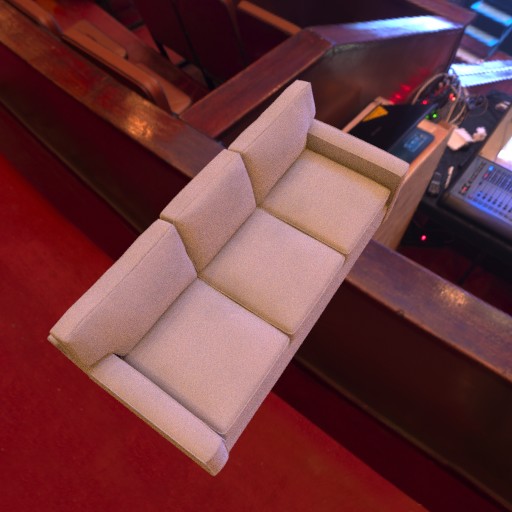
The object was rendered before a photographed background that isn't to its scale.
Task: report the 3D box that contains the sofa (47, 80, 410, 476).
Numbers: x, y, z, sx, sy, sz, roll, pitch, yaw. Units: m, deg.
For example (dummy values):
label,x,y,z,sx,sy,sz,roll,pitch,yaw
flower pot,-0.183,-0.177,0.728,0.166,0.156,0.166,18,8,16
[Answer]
label,x,y,z,sx,sy,sz,roll,pitch,yaw
sofa,0.000,0.000,2.564,0.935,0.862,2.088,31,64,17
